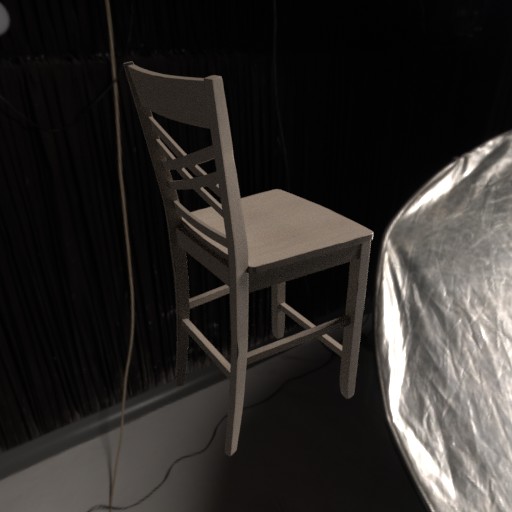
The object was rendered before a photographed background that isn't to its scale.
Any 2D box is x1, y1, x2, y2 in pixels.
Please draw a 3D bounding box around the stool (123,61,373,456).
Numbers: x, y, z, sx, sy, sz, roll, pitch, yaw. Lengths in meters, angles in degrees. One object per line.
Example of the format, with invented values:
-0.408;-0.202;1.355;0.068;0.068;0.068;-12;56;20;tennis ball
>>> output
0.000;0.000;1.345;0.539;1.079;0.462;-18;32;-30;stool
